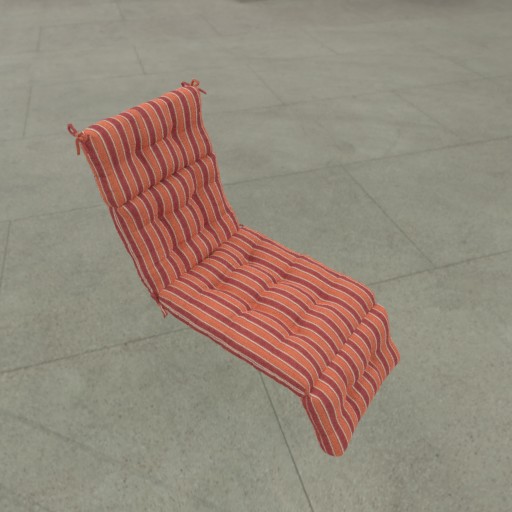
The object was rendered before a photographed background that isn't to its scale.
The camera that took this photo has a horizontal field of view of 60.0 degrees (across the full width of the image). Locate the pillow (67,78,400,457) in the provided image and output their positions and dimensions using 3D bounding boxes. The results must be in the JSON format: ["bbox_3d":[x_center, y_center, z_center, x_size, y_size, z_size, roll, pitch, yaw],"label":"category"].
[{"bbox_3d":[0.000,0.000,1.480,1.016,0.863,0.526,26,48,27],"label":"pillow"}]
